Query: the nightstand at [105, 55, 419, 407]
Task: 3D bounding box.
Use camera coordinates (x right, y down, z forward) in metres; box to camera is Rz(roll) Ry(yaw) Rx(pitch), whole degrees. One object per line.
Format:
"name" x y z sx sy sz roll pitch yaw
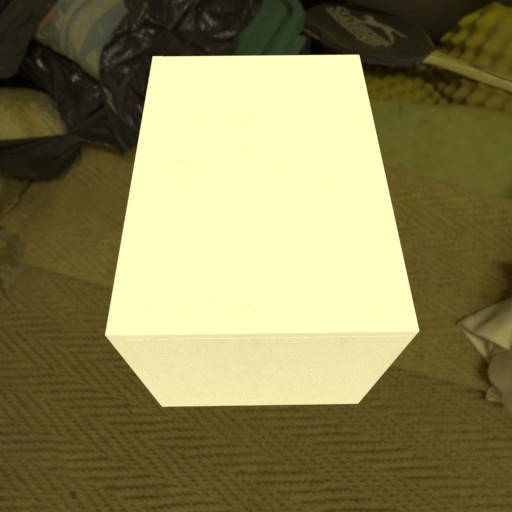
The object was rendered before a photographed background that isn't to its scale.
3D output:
"nightstand" 0.000 0.000 1.025 0.447 0.604 0.614 -1 59 0
